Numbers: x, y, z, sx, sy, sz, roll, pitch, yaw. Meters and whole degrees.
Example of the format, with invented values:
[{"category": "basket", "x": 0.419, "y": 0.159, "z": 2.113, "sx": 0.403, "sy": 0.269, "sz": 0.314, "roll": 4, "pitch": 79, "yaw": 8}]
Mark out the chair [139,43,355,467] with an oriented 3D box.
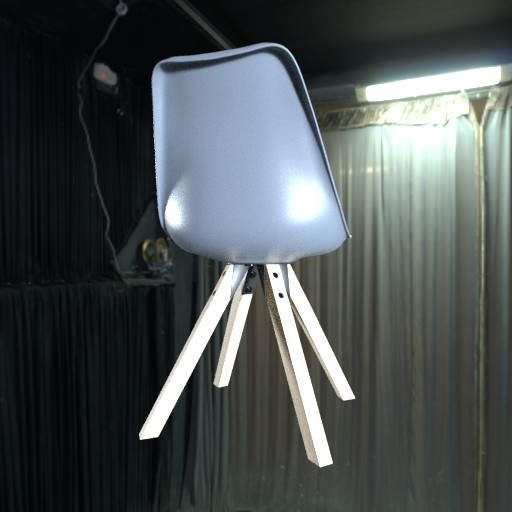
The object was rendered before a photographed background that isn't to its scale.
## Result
[{"category": "chair", "x": 0.000, "y": 0.000, "z": 1.155, "sx": 0.485, "sy": 0.850, "sz": 0.550, "roll": 0, "pitch": 0, "yaw": 19}]
